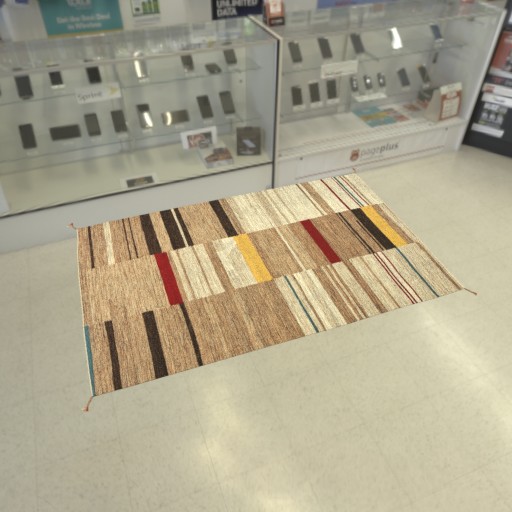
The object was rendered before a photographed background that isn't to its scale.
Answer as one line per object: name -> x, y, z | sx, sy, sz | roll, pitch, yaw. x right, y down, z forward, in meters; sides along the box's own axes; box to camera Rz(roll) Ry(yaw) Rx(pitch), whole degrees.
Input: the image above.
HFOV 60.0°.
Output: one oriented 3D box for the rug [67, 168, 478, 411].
rug -> 0.000, 0.000, 2.390 | 1.918, 0.007, 1.268 | -13, 44, -14
